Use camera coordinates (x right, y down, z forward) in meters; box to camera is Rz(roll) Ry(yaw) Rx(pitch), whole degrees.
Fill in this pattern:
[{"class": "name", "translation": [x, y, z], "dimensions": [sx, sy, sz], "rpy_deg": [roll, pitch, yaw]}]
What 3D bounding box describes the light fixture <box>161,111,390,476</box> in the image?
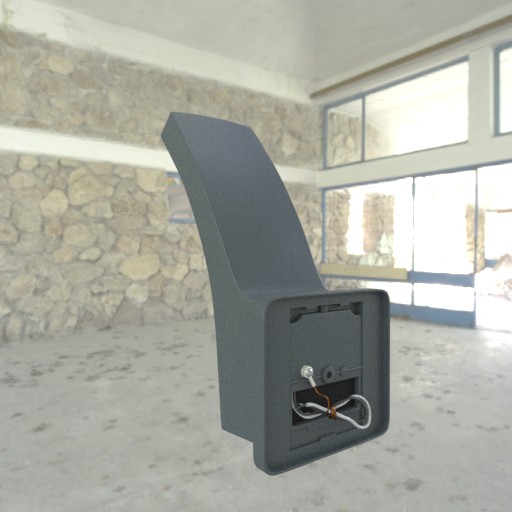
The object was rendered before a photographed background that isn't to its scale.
[{"class": "light fixture", "translation": [0.000, 0.000, 0.339], "dimensions": [0.108, 0.243, 0.174], "rpy_deg": [0, 1, -36]}]
